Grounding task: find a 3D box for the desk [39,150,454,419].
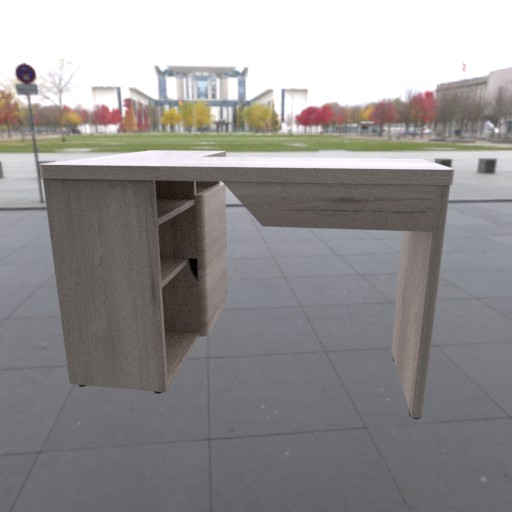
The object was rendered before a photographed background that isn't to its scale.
[{"bbox_3d":[0.000,0.000,1.742,1.169,0.760,0.900,2,16,8],"label":"desk"}]
